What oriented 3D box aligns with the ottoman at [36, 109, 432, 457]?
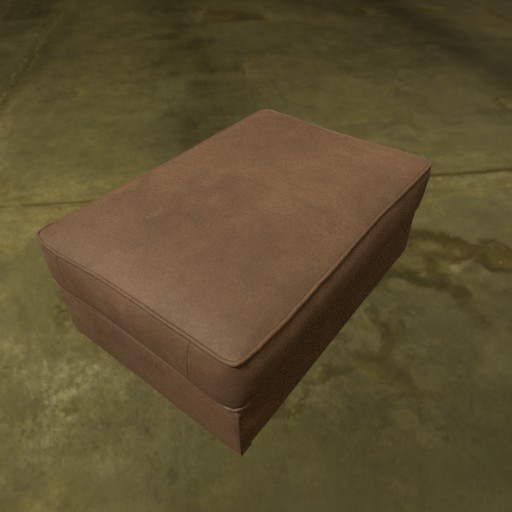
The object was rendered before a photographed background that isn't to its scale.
[{"bbox_3d":[0.000,0.000,1.200,0.596,0.481,0.860,27,48,27],"label":"ottoman"}]
